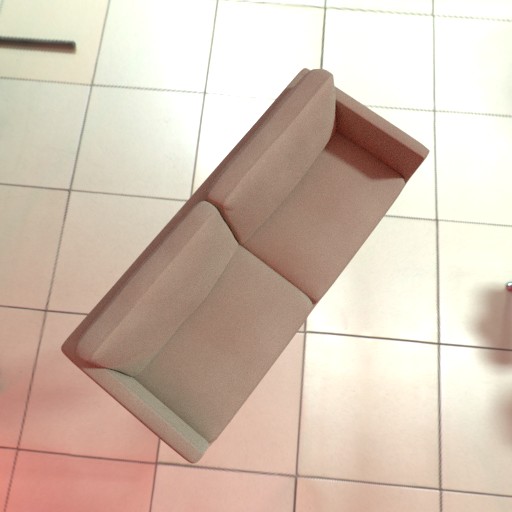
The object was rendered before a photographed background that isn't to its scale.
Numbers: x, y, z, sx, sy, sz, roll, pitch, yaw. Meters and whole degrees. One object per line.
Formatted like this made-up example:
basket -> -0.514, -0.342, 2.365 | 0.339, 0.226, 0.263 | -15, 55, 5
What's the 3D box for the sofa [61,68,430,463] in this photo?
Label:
sofa -> 0.000, 0.000, 2.684 | 0.948, 0.932, 2.181 | 37, 79, 9
